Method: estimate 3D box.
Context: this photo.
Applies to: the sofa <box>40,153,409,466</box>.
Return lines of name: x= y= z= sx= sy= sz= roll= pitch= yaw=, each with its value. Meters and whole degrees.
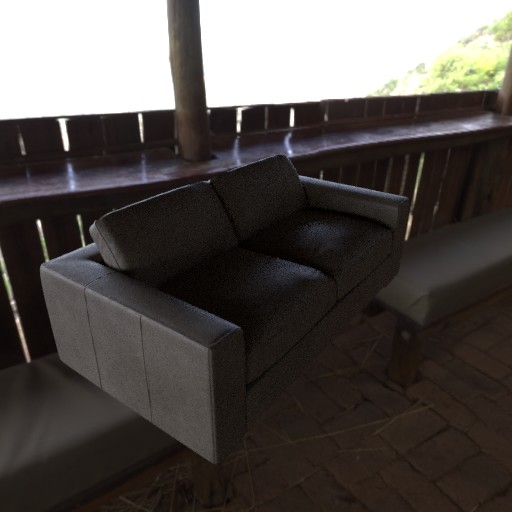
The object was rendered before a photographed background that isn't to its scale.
sofa: x=0.000 y=0.000 z=2.475 sx=1.070 sy=0.800 sz=1.920 roll=18 pitch=32 yaw=32
